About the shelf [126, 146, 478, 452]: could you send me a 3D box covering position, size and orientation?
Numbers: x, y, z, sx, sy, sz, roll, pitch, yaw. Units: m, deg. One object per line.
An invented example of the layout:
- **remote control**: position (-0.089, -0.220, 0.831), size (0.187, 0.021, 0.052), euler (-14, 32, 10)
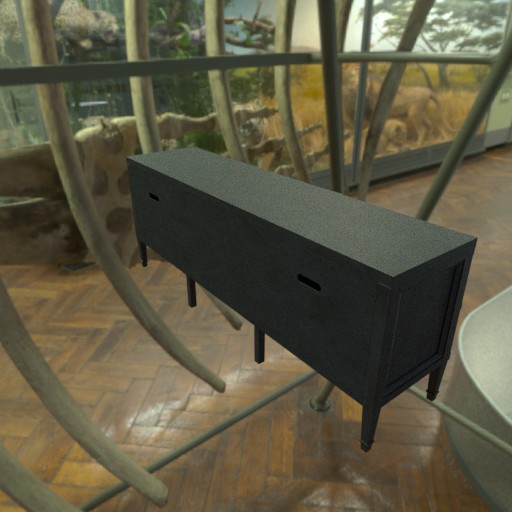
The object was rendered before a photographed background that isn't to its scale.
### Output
- **shelf**: position (0.000, 0.000, 2.205), size (0.471, 0.715, 1.878), euler (-18, 31, -33)
